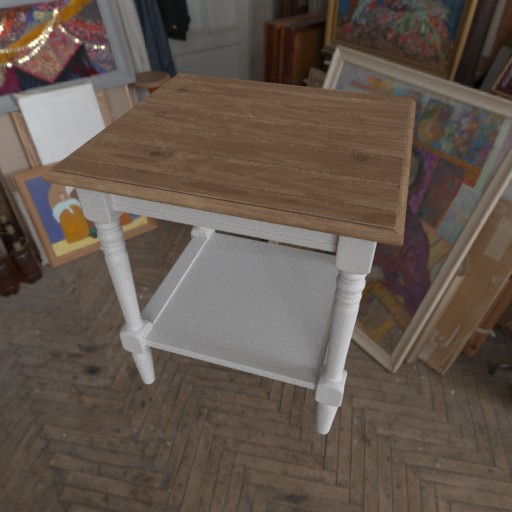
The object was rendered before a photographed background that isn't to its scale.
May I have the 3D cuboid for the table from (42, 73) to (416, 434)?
[{"bbox_3d":[0.000,0.000,0.924,0.508,0.561,0.457,11,42,13],"label":"table"}]
